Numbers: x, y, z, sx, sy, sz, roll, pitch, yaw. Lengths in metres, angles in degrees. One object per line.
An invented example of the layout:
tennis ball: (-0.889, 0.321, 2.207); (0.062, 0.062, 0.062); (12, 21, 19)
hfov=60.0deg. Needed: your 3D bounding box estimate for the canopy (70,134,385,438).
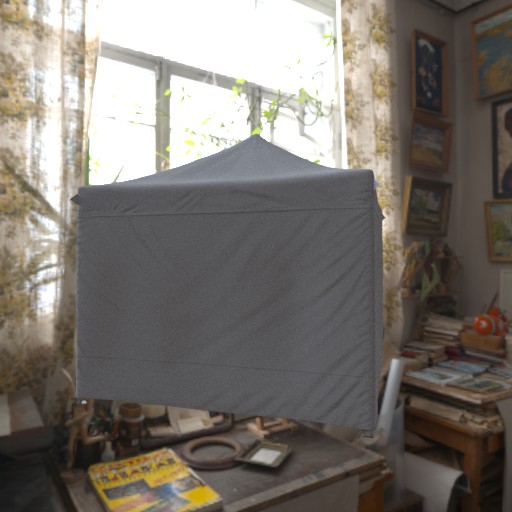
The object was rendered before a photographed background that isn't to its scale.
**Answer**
canopy: (0.000, 0.000, 5.495); (3.043, 2.997, 3.121); (0, 0, 17)
